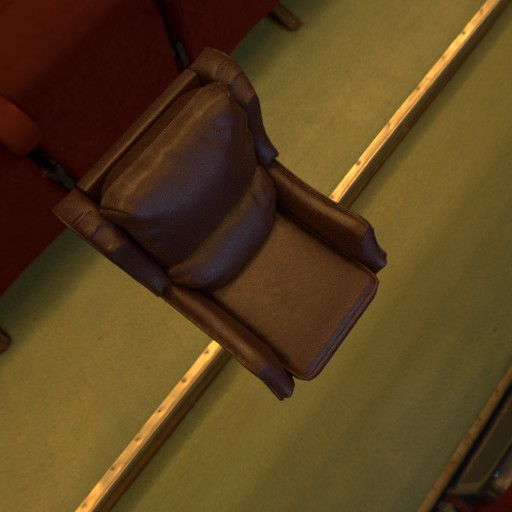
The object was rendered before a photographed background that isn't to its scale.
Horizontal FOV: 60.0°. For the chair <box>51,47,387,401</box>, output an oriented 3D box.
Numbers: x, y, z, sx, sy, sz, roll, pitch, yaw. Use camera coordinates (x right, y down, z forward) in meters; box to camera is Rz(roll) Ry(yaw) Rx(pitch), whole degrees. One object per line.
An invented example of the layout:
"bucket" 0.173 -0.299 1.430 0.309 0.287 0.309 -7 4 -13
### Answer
"chair" 0.000 0.000 1.778 0.982 1.132 0.770 37 79 9
